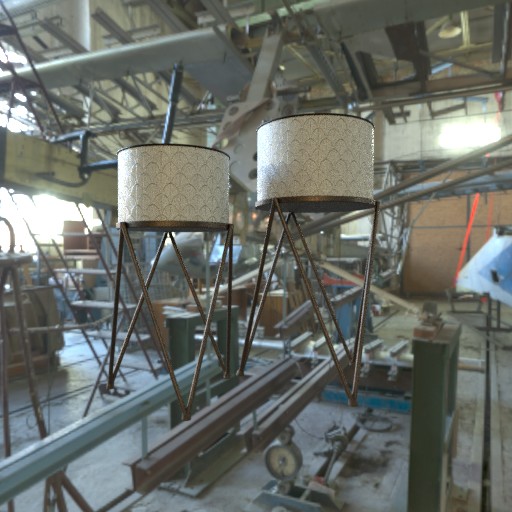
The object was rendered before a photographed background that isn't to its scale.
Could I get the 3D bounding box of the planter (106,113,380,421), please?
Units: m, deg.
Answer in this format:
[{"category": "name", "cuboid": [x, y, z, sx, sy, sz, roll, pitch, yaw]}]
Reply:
[{"category": "planter", "cuboid": [0.000, 0.000, 1.189, 0.769, 0.712, 0.413, 0, 1, -18]}]
